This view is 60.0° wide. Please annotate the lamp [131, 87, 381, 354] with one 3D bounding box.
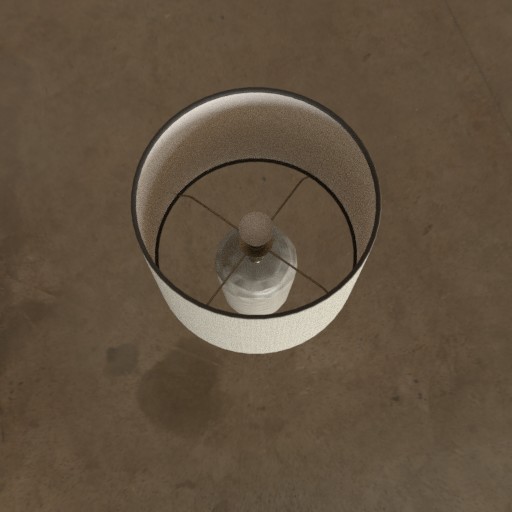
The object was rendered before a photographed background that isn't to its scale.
[{"bbox_3d":[0.000,0.000,0.860,0.376,0.594,0.376,0,74,0],"label":"lamp"}]
